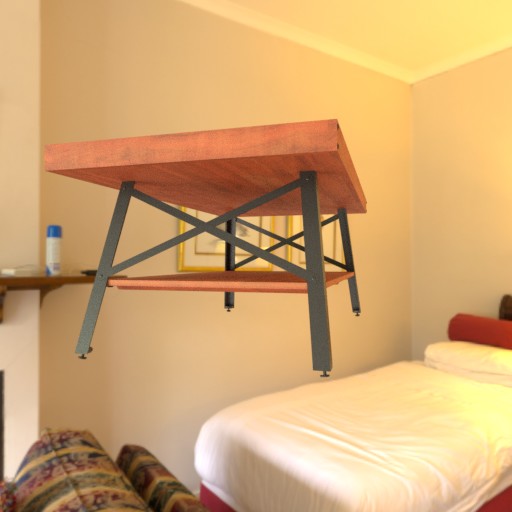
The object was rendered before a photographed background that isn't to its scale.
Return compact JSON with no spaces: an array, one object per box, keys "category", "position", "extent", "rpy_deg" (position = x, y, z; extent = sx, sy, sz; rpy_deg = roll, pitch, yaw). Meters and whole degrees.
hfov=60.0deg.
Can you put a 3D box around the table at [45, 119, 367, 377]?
[{"category":"table","position":[0.000,0.000,1.350],"extent":[0.610,0.457,1.067],"rpy_deg":[0,-1,17]}]
